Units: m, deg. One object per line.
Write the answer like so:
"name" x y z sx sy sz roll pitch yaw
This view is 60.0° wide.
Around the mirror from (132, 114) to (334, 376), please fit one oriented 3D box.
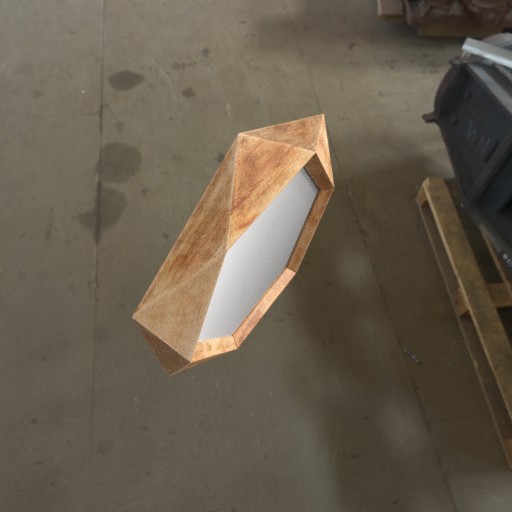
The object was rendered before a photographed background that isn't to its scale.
"mirror" 0.000 0.000 1.117 0.091 0.779 0.675 32 64 18
